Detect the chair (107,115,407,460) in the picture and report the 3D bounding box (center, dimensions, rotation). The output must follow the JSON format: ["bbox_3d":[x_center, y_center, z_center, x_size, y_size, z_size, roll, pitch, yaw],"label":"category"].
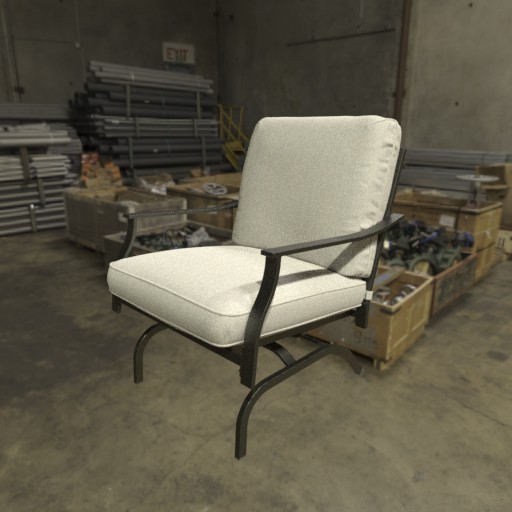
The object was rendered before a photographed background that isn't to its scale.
[{"bbox_3d":[0.000,0.000,1.420,0.650,0.860,0.787,16,22,42],"label":"chair"}]
